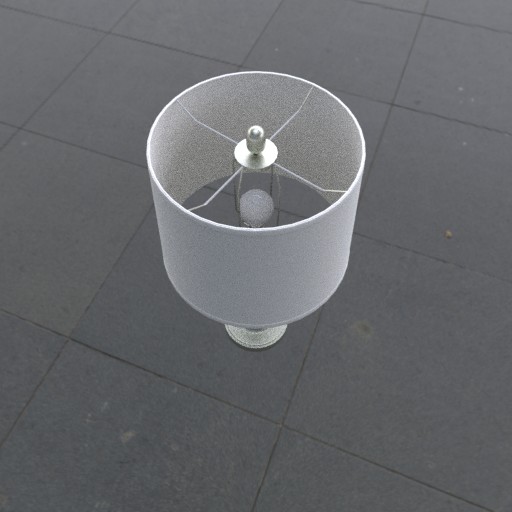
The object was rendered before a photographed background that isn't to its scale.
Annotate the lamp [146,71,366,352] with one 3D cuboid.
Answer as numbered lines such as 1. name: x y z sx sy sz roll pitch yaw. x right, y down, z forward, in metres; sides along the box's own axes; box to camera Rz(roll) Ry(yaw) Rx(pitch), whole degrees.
1. lamp: 0.000 0.000 0.967 0.383 0.733 0.383 0 59 0
